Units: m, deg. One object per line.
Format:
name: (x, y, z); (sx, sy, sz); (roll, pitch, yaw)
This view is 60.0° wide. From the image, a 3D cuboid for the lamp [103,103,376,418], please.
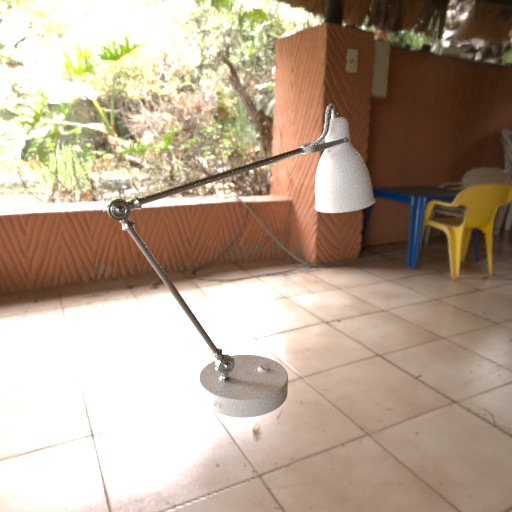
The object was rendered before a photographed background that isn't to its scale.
lamp: (0.000, 0.000, 0.881); (0.561, 0.587, 0.187); (-8, 16, -27)
